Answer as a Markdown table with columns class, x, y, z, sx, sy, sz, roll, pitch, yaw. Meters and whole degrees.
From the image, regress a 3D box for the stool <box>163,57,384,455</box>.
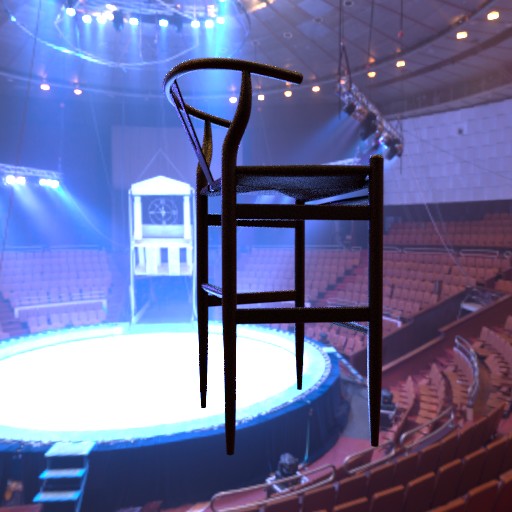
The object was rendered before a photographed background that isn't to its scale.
| class | x | y | z | sx | sy | sz | roll | pitch | yaw |
| --- | --- | --- | --- | --- | --- | --- | --- | --- | --- |
| stool | 0.000 | 0.000 | 1.417 | 0.579 | 1.072 | 0.569 | 0 | 1 | -18 |
